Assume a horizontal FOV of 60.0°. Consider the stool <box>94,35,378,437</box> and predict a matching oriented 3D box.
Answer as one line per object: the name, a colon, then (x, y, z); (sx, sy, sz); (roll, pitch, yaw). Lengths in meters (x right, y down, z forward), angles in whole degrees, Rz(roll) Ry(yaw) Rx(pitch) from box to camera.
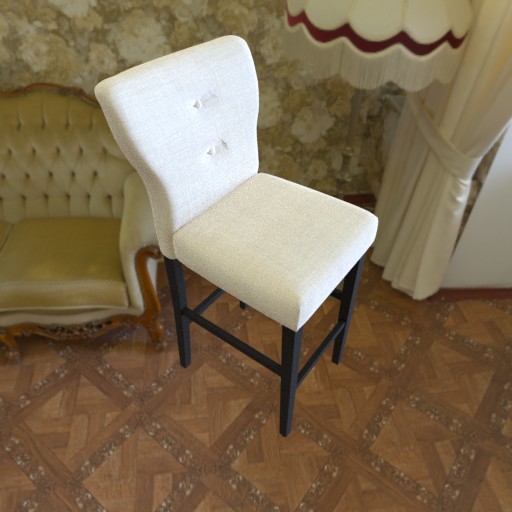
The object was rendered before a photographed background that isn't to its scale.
stool: (0.000, 0.000, 1.411); (0.603, 1.124, 0.516); (27, 49, 26)
